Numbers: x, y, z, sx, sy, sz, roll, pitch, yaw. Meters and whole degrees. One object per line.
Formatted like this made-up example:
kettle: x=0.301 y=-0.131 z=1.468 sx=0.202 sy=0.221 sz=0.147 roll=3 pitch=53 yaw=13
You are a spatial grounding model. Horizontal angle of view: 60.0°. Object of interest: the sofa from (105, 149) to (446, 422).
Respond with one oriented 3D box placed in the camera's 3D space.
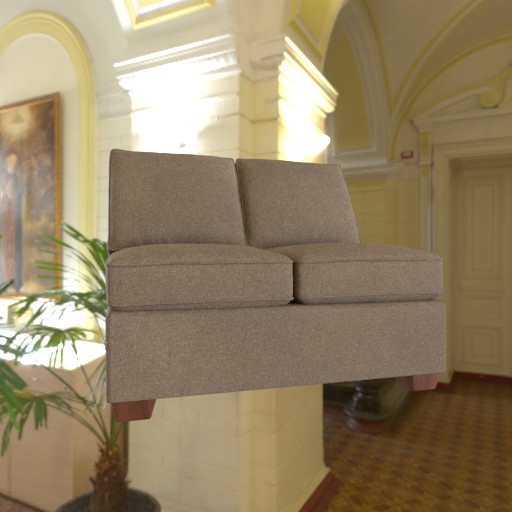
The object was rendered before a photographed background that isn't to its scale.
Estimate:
sofa: x=0.000 y=0.000 z=1.919 sx=1.237 sy=1.008 sz=0.951 roll=0 pitch=0 yaw=-17
